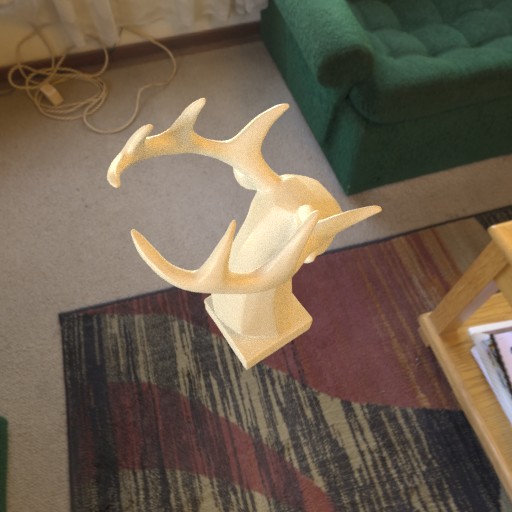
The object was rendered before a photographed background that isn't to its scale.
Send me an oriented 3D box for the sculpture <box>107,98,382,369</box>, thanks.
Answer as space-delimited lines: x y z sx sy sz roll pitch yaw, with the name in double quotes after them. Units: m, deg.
0.000 0.000 0.460 0.224 0.329 0.174 -30 63 -17 "sculpture"
